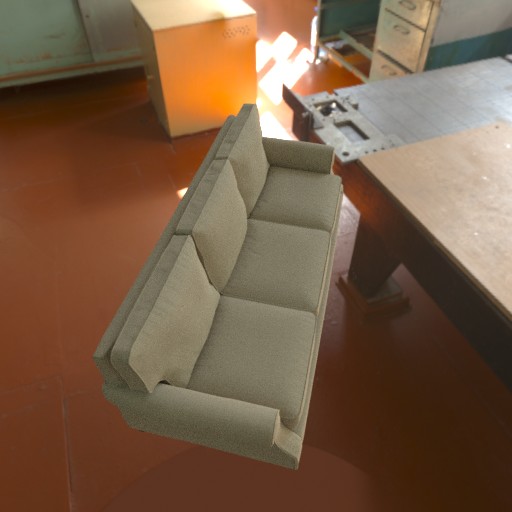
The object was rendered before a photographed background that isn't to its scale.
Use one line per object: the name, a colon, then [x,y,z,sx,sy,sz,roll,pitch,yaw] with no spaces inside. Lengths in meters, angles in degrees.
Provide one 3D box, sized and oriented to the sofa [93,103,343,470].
sofa: [0.000,0.000,2.802,0.966,0.948,2.354,10,47,9]
